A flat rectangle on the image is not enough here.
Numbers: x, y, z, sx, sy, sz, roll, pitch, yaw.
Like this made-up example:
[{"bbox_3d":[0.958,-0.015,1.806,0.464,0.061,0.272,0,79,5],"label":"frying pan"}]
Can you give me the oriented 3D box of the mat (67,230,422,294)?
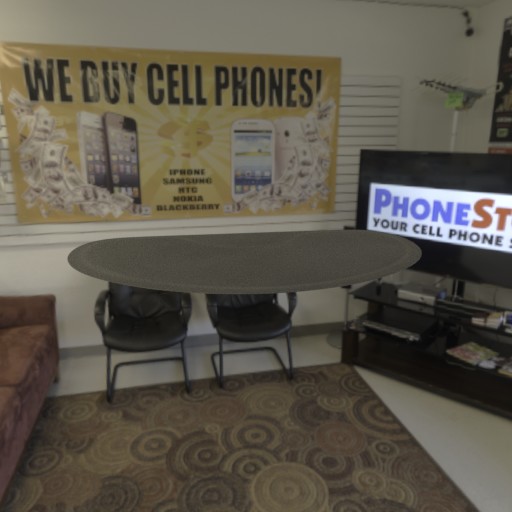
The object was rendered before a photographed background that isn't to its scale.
[{"bbox_3d":[0.000,0.000,1.815,1.524,0.013,0.913,-2,15,-9],"label":"mat"}]
